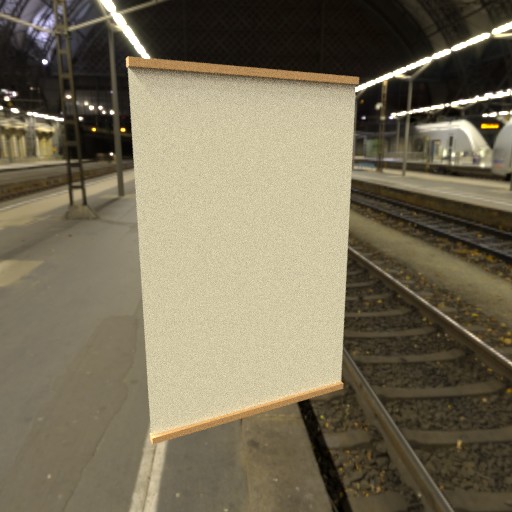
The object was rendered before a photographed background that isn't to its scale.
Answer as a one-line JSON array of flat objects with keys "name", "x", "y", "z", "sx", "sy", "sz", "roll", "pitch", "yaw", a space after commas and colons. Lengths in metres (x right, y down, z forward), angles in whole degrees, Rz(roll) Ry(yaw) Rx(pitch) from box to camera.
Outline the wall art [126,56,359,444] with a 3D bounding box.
[{"name": "wall art", "x": 0.000, "y": 0.000, "z": 1.294, "sx": 0.669, "sy": 1.020, "sz": 0.027, "roll": -7, "pitch": 15, "yaw": -26}]
